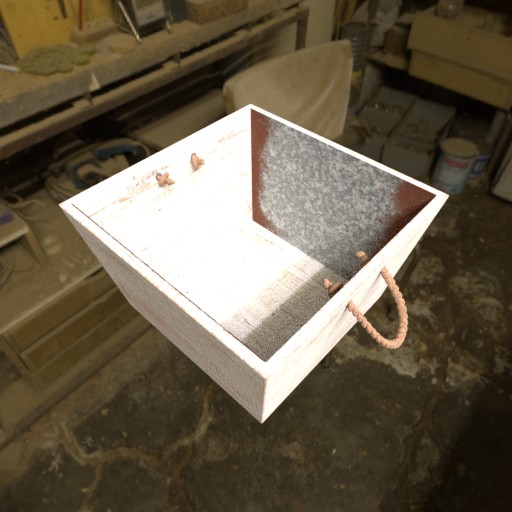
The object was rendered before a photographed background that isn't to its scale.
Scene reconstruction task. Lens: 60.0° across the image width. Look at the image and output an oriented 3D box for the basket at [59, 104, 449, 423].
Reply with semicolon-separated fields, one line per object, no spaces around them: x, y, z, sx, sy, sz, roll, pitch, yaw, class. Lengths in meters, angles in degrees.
0.000;0.000;0.751;0.545;0.247;0.413;34;55;28;basket
